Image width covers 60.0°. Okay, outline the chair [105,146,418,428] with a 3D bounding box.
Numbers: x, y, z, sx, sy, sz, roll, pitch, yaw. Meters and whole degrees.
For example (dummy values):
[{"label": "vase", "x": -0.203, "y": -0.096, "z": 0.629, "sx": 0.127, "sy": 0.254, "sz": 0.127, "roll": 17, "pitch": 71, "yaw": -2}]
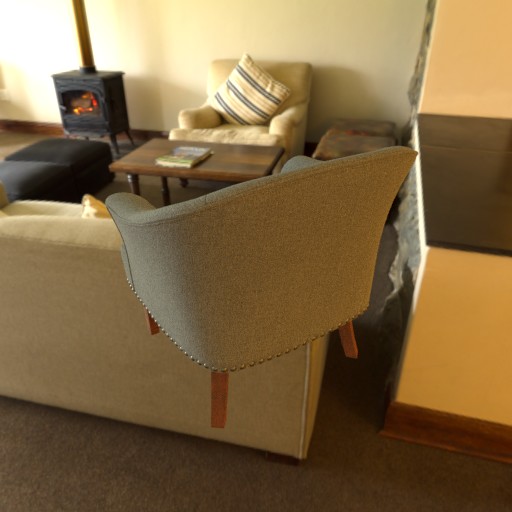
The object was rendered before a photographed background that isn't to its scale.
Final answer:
[{"label": "chair", "x": 0.000, "y": 0.000, "z": 1.442, "sx": 0.798, "sy": 0.815, "sz": 0.704, "roll": -18, "pitch": 34, "yaw": -28}]
